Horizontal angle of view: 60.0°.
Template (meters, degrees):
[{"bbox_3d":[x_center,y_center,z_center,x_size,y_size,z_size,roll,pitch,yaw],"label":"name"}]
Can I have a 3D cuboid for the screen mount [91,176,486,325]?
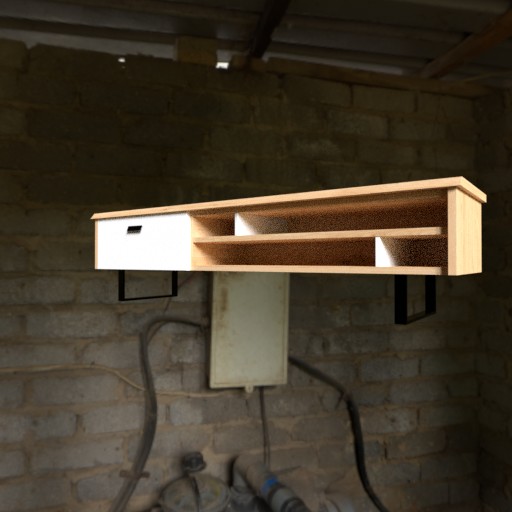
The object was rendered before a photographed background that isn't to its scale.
[{"bbox_3d":[0.000,0.000,1.892,1.700,0.430,0.450,0,-1,35],"label":"screen mount"}]
